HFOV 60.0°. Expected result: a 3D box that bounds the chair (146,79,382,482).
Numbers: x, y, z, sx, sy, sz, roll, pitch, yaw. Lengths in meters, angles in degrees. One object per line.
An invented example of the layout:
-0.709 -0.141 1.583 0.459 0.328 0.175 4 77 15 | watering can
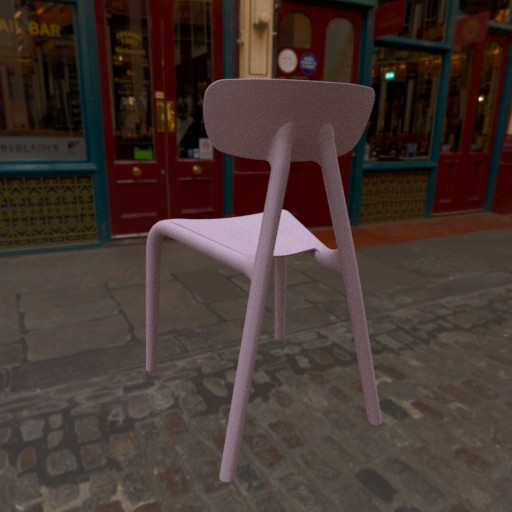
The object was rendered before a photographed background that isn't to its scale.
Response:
0.000 0.000 0.832 0.356 0.580 0.401 -8 17 -26 | chair
